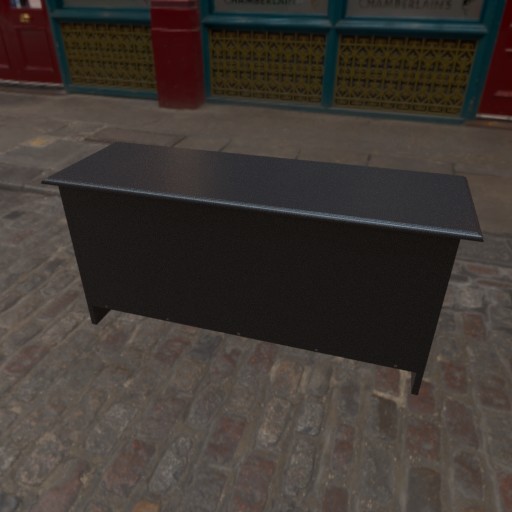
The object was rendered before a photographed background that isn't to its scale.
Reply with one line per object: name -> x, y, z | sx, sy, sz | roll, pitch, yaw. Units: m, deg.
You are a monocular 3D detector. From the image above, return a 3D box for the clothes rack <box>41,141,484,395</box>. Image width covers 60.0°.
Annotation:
clothes rack -> 0.000, 0.000, 1.474 | 1.219, 0.556, 0.406 | 9, 32, 14
